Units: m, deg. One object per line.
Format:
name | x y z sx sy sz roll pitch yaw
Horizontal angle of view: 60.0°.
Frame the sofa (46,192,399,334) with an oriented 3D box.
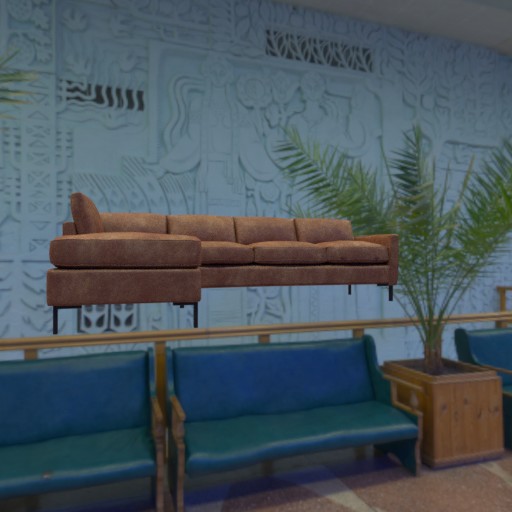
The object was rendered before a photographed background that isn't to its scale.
sofa | 0.000 0.000 3.765 2.984 0.877 1.938 0 0 -17
